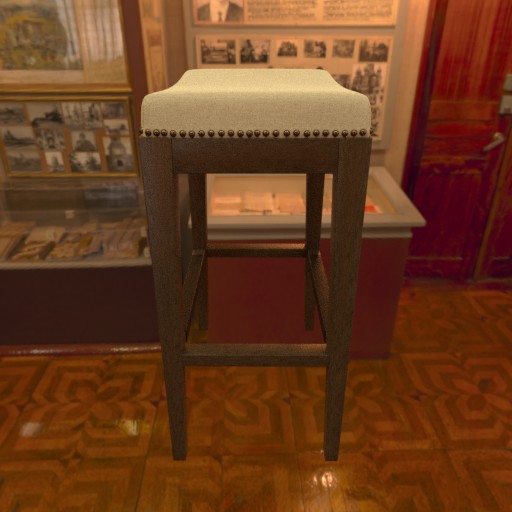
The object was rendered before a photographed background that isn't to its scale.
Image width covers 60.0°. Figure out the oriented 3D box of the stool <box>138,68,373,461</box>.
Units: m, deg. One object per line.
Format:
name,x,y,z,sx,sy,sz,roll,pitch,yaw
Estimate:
stool,0.000,0.000,1.013,0.358,0.759,0.498,0,27,0
